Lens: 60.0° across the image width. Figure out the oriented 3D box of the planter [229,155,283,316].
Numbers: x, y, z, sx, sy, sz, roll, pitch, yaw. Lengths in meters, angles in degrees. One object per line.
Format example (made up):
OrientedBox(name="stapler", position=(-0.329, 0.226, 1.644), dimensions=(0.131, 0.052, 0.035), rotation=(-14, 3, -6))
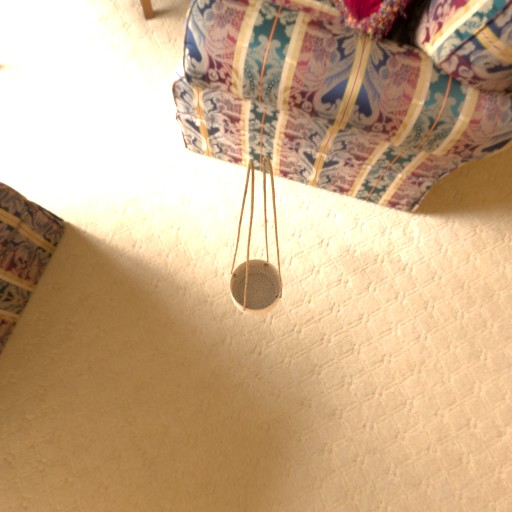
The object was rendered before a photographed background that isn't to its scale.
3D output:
OrientedBox(name="planter", position=(0.000, 0.000, 0.929), dimensions=(0.146, 0.841, 0.146), rotation=(-19, 75, -5))
